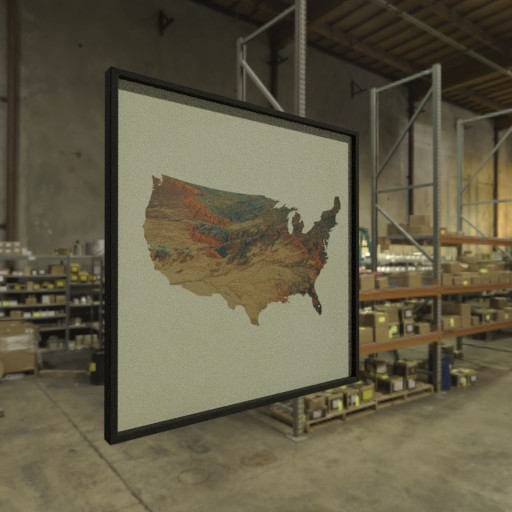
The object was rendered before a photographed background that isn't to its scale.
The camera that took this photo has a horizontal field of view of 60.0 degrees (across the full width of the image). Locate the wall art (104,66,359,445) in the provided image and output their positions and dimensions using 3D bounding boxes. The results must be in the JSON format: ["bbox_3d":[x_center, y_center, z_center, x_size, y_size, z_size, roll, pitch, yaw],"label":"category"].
[{"bbox_3d":[0.000,0.000,1.135,0.762,0.762,0.038,0,0,-37],"label":"wall art"}]
